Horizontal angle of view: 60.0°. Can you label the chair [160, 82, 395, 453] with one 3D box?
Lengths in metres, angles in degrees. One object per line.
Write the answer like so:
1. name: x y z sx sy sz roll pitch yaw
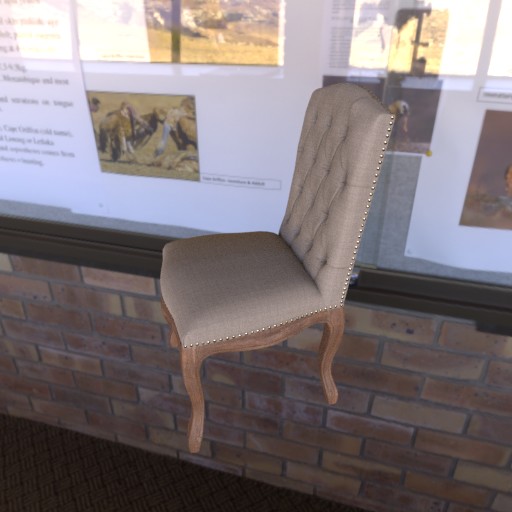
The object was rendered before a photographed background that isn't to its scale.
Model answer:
1. chair: 0.000 0.000 1.654 0.731 1.191 0.637 -8 30 -14
